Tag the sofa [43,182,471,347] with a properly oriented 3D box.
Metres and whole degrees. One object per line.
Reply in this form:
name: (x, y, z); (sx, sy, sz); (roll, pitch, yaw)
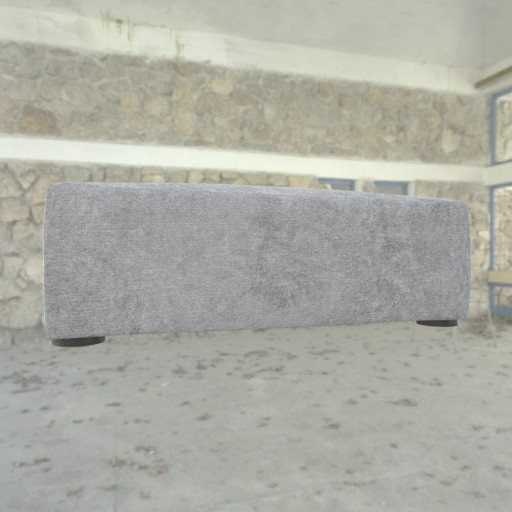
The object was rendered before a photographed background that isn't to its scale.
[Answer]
sofa: (0.000, 0.000, 1.130); (0.930, 0.330, 0.480); (0, 0, -16)
